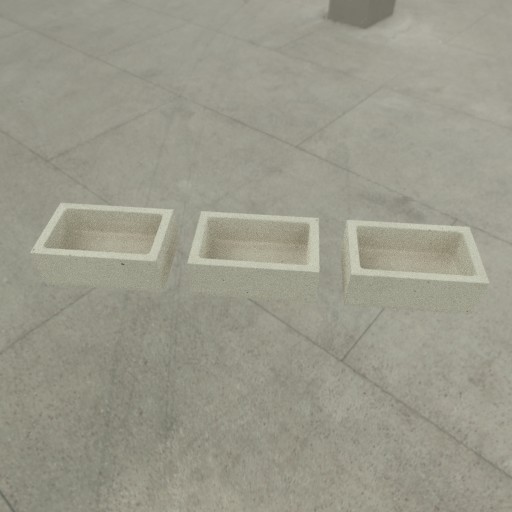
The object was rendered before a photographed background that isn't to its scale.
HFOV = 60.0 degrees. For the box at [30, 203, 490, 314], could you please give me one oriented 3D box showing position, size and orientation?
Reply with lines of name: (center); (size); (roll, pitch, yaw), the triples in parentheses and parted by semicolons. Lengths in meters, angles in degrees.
box: (0.000, 0.000, 0.488); (0.461, 0.051, 0.082); (4, 46, 4)
